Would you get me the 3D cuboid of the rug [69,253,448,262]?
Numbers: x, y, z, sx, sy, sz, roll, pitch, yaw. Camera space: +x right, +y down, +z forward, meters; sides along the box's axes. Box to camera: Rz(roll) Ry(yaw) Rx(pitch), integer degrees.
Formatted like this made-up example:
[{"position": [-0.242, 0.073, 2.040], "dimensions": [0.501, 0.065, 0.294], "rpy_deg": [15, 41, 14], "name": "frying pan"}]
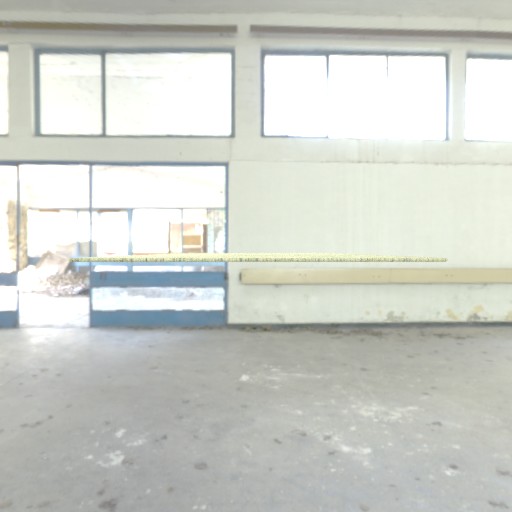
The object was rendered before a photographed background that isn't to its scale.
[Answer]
[{"position": [0.000, 0.000, 2.357], "dimensions": [1.243, 0.014, 1.846], "rpy_deg": [0, 1, 0], "name": "rug"}]
